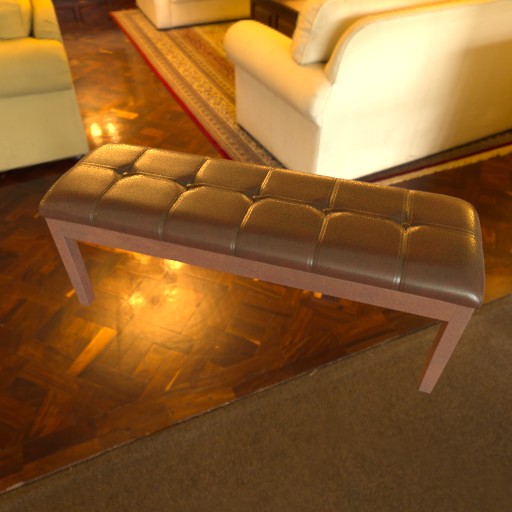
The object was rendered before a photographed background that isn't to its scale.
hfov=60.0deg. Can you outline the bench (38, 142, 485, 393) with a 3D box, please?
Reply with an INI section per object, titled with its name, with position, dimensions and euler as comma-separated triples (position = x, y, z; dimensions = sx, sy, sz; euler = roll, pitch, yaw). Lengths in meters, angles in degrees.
[bench]
position = 0.000, 0.000, 1.448
dimensions = 1.259, 0.491, 0.401
euler = 12, 44, 12
